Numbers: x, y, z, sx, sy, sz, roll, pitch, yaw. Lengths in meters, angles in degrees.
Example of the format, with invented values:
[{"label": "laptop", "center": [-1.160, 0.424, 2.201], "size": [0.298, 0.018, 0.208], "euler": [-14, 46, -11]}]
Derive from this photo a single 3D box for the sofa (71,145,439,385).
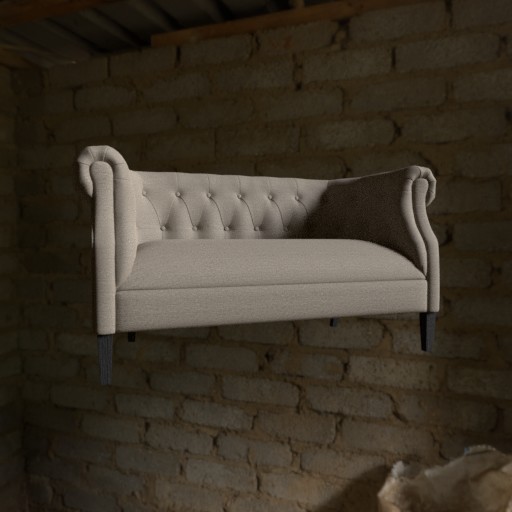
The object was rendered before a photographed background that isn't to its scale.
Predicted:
[{"label": "sofa", "center": [0.000, 0.000, 2.060], "size": [1.558, 0.827, 0.835], "euler": [-1, 3, -19]}]
